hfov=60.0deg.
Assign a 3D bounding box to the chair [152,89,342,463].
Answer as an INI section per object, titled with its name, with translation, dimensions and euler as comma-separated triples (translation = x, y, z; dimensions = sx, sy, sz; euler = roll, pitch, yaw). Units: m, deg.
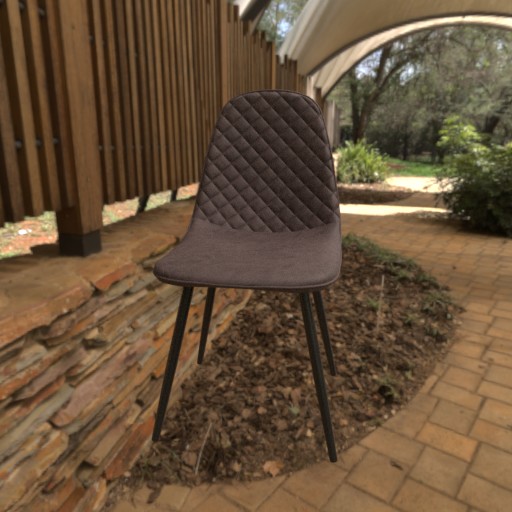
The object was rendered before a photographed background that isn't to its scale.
[chair]
translation = 0.000, 0.000, 1.194
dimensions = 0.472, 0.889, 0.561
euler = 3, 16, 9
